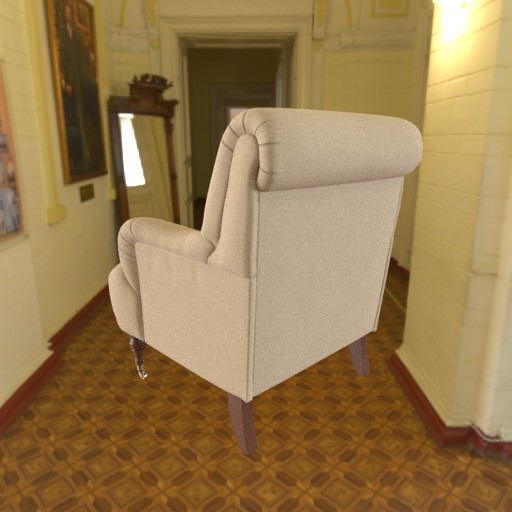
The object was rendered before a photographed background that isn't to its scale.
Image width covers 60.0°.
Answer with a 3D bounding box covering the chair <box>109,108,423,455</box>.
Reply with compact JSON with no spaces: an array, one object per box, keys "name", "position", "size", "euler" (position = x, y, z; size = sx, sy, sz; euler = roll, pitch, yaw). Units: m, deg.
[{"name":"chair","position":[0.000,0.000,1.560],"size":[0.842,0.942,0.766],"euler":[14,20,43]}]
